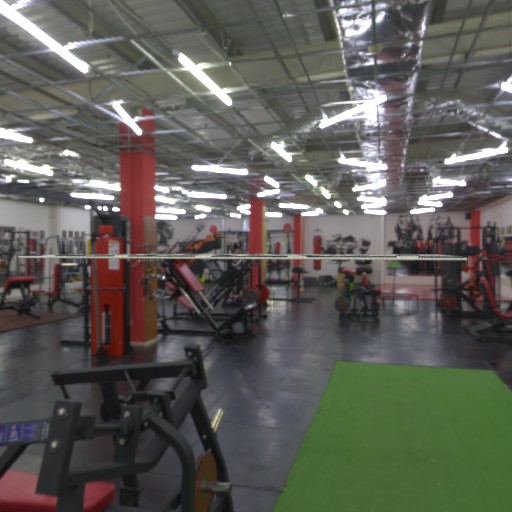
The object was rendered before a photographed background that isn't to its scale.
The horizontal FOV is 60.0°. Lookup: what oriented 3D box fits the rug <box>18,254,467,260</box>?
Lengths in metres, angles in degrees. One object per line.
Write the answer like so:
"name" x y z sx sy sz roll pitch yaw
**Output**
"rug" 0.000 0.000 2.850 2.286 0.016 1.555 0 1 19
